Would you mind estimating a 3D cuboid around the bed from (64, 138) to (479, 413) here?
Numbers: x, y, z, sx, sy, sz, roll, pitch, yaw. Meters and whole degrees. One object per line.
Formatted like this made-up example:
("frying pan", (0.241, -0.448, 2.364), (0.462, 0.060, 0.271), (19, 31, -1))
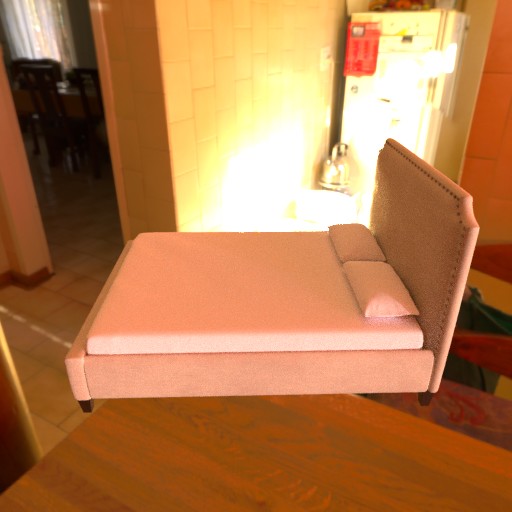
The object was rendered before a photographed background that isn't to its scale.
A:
("bed", (0.000, 0.000, 3.320), (2.372, 1.443, 1.712), (-1, 27, -1))
